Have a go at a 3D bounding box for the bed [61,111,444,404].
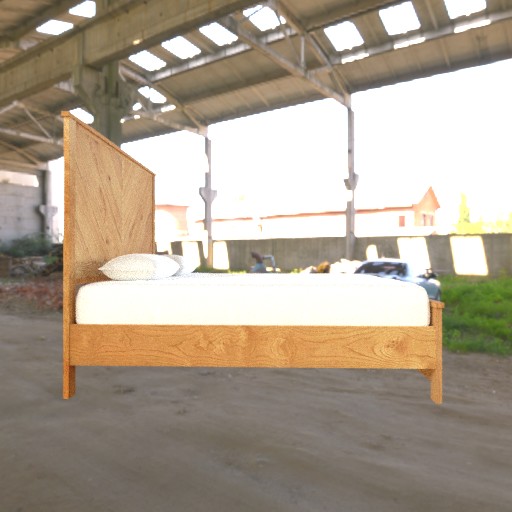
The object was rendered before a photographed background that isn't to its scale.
[{"bbox_3d":[0.000,0.000,4.036,2.530,1.938,2.225,0,0,2],"label":"bed"}]
